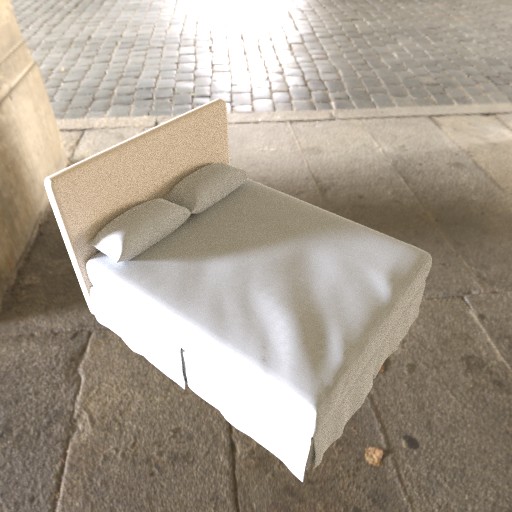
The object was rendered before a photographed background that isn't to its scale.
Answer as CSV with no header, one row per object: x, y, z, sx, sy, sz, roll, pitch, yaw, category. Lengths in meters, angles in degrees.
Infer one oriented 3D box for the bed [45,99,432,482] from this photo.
0.000,0.000,3.210,2.142,1.330,1.748,27,48,28,bed
